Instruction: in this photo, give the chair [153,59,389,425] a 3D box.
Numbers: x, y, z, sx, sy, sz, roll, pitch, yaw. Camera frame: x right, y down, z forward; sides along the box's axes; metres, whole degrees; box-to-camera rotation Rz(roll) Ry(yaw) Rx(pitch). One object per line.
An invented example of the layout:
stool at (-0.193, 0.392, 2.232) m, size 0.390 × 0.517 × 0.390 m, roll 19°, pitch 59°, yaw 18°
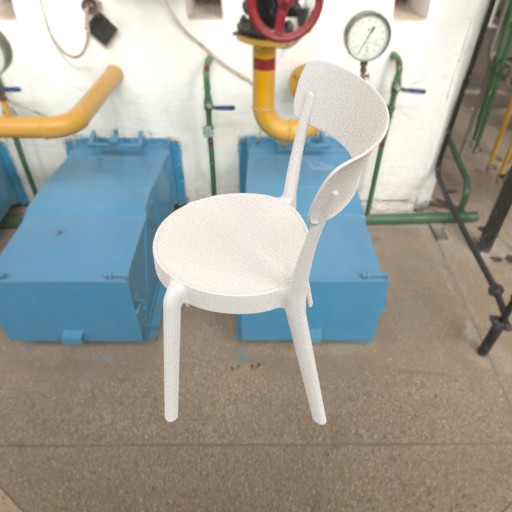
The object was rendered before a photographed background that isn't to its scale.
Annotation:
chair at (0.000, 0.000, 1.100) m, size 0.491 × 0.790 × 0.506 m, roll 0°, pitch 41°, yaw 1°
